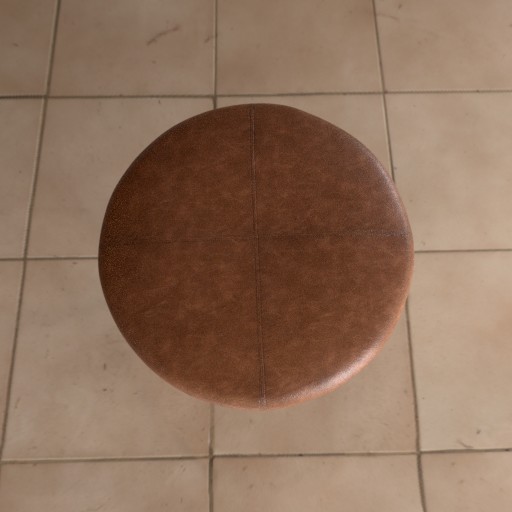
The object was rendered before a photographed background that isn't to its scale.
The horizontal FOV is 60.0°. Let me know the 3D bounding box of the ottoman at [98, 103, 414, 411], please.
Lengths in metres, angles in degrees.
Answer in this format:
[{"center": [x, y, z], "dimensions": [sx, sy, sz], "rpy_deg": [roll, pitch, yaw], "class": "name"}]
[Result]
[{"center": [0.000, 0.000, 1.549], "dimensions": [1.006, 0.445, 1.006], "rpy_deg": [0, 75, 0], "class": "ottoman"}]
